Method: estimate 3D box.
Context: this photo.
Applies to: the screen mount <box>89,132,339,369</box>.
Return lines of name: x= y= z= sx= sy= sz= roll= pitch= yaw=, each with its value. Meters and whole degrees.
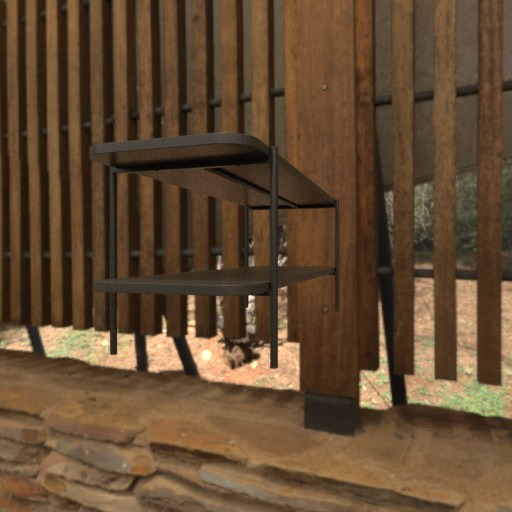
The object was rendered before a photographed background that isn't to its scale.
screen mount: x=0.000 y=0.000 z=1.399 sx=0.400 sy=0.447 sz=1.200 roll=0 pitch=0 yaw=18
